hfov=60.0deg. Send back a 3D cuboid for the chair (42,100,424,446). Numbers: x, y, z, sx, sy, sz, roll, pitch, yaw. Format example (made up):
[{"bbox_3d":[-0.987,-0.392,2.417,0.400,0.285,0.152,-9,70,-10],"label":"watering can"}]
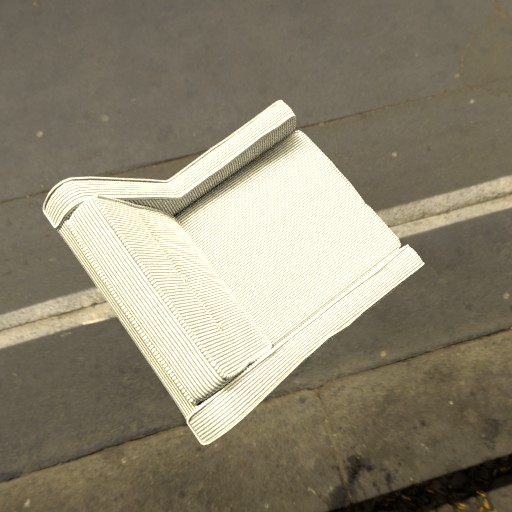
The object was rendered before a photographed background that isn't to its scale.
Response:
[{"bbox_3d":[0.000,0.000,1.314,0.743,0.792,0.663,-36,79,-8],"label":"chair"}]
